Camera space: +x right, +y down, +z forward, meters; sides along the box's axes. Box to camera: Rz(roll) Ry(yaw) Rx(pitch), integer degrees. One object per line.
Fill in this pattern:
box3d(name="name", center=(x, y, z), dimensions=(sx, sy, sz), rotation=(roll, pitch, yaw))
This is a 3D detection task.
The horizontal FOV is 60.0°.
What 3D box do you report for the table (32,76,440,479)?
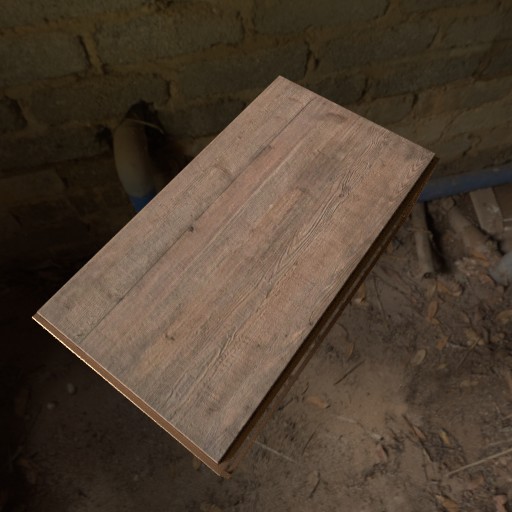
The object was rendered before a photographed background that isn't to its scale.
box3d(name="table", center=(0.000, 0.000, 1.759), dimensions=(0.775, 0.468, 1.387), rotation=(33, 67, 16))
